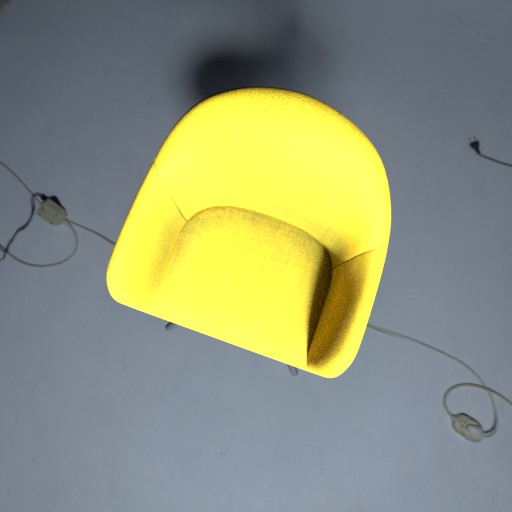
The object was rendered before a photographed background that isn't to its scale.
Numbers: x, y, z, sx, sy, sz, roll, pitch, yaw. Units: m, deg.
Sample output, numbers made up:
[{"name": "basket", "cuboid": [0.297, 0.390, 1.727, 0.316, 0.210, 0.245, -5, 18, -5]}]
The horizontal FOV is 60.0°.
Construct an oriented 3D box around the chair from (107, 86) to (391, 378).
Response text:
[{"name": "chair", "cuboid": [0.000, 0.000, 1.219, 0.590, 0.795, 0.550, 19, 78, 4]}]
